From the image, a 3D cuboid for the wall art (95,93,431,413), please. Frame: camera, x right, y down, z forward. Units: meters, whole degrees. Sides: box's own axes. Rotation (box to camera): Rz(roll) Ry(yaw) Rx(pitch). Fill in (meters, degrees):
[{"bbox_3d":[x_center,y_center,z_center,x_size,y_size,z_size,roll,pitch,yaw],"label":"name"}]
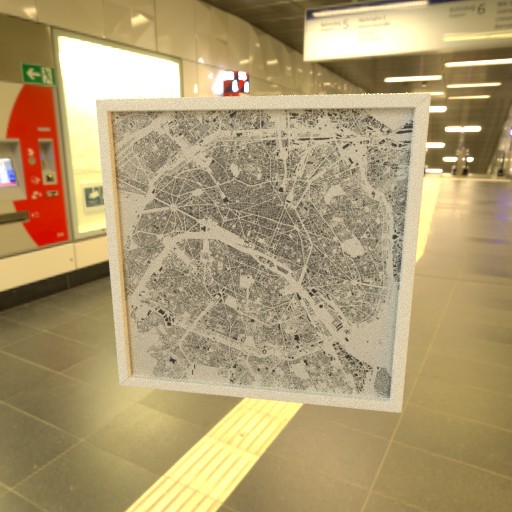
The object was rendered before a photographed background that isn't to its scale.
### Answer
[{"bbox_3d":[0.000,0.000,0.452,0.305,0.305,0.038,2,15,10],"label":"wall art"}]
